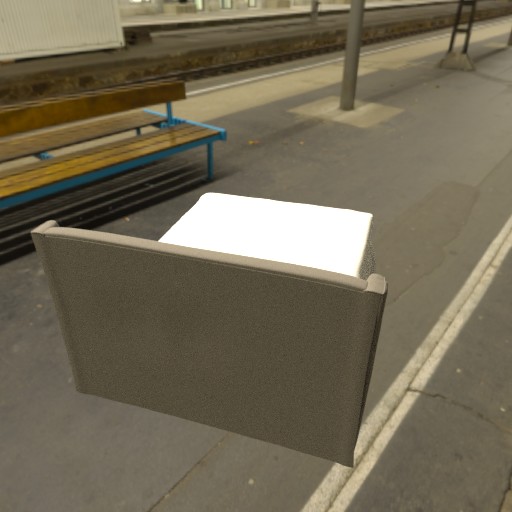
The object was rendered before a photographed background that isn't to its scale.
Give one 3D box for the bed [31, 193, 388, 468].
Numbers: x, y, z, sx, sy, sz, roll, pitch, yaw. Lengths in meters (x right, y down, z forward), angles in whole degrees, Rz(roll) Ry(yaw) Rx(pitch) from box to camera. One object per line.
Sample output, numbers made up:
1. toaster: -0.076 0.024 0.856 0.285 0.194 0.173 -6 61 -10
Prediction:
1. bed: 0.000 0.000 3.431 1.925 1.332 2.276 9 33 15
